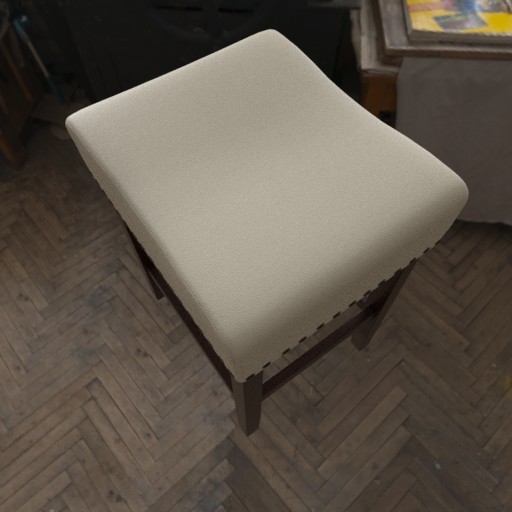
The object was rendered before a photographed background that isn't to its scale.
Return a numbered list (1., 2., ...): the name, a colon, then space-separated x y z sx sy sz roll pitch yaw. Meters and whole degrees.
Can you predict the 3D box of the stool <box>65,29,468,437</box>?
1. stool: 0.000 0.000 0.887 0.401 0.609 0.471 -32 64 -18
